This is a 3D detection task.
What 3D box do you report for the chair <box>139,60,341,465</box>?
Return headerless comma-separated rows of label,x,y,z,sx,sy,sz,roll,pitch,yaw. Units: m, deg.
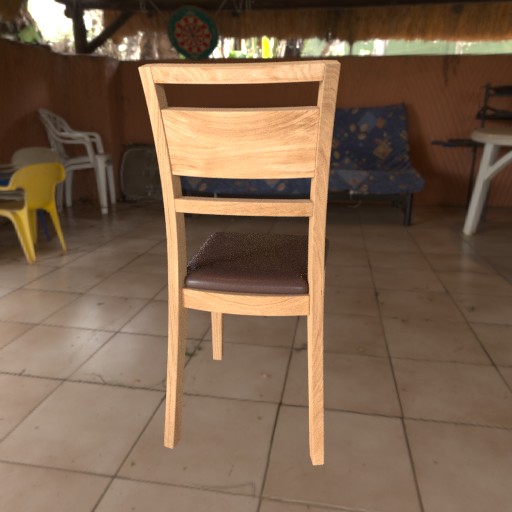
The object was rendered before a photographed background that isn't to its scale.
chair,0.000,0.000,1.230,0.420,0.940,0.545,3,17,9
